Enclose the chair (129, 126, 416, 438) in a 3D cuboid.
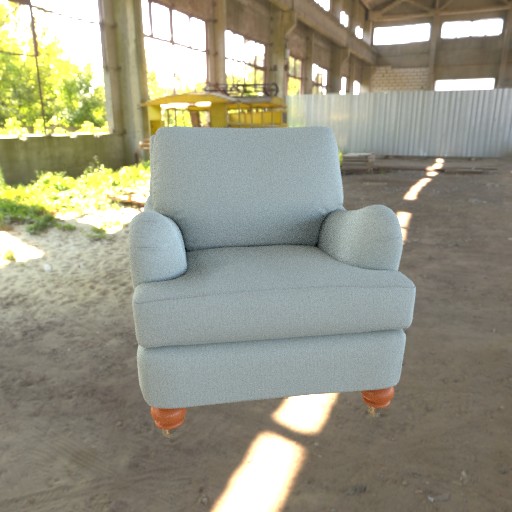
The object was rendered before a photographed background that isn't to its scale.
[{"bbox_3d":[0.000,0.000,1.846,0.955,1.038,1.070,-3,16,-9],"label":"chair"}]
